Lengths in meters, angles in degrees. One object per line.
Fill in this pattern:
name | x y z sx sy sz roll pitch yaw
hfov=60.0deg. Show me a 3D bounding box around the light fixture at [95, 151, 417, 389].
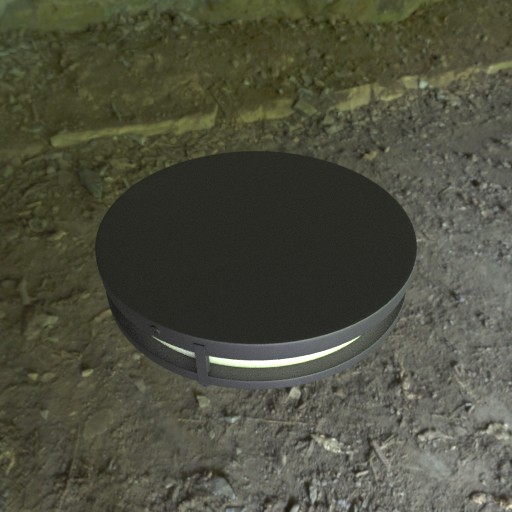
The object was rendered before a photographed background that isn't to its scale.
light fixture | 0.000 0.000 0.536 0.356 0.102 0.356 0 40 0
